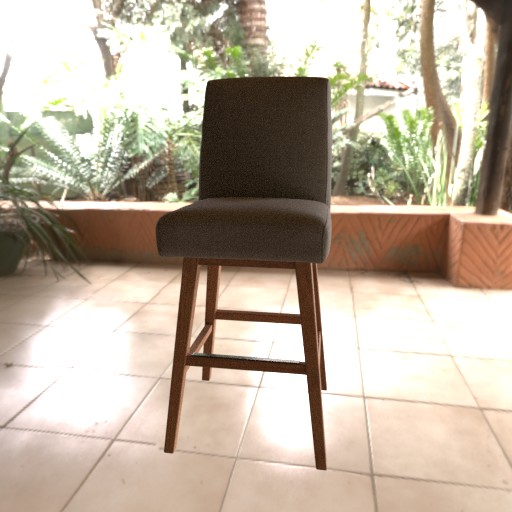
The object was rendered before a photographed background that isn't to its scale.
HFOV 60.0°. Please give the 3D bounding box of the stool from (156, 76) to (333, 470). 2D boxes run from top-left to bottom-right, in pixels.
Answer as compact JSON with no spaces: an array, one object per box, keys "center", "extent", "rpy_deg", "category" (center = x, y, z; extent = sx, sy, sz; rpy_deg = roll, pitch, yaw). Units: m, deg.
[{"center":[0.000,0.000,1.385],"extent":[0.483,1.112,0.570],"rpy_deg":[2,15,9],"category":"stool"}]
